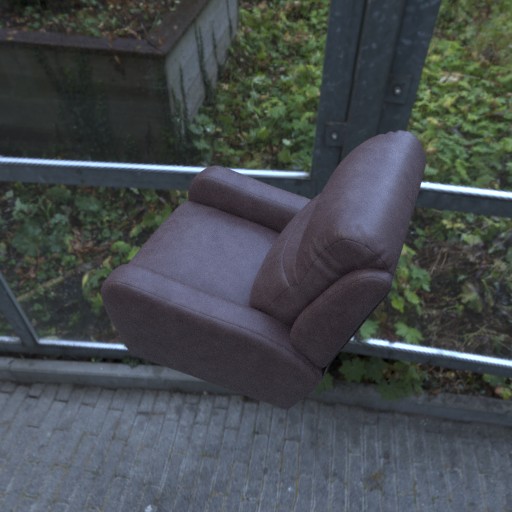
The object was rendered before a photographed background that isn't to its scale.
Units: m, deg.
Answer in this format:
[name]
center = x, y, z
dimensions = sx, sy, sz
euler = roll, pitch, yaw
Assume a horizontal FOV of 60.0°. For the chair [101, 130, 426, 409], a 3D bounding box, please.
[chair]
center = 0.000, 0.000, 1.825
dimensions = 1.067, 1.067, 0.865
euler = 17, 48, 16
